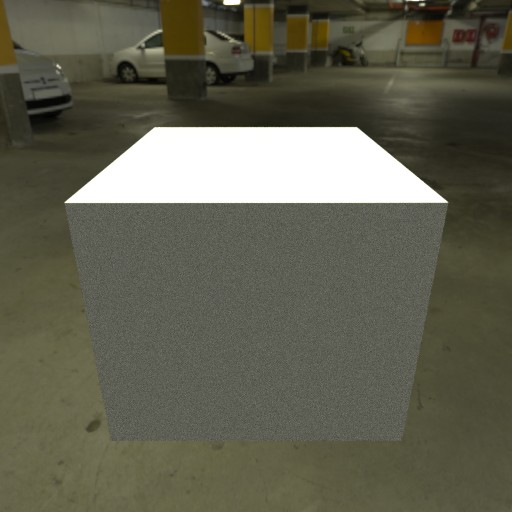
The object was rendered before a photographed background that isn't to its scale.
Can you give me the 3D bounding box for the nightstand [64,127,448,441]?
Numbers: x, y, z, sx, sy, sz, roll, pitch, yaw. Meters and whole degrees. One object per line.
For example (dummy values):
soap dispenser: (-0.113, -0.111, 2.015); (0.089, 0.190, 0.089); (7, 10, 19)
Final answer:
nightstand: (0.000, 0.000, 0.758); (0.408, 0.351, 0.470); (0, 26, 0)
